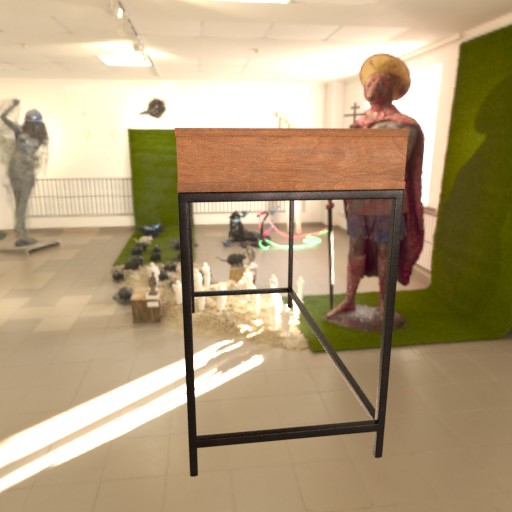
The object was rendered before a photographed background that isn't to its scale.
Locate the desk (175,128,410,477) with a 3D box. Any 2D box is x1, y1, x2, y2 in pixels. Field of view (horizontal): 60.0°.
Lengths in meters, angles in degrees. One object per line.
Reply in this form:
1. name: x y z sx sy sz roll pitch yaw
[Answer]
1. desk: 0.000 0.000 1.424 0.470 0.762 1.016 -2 15 -8
